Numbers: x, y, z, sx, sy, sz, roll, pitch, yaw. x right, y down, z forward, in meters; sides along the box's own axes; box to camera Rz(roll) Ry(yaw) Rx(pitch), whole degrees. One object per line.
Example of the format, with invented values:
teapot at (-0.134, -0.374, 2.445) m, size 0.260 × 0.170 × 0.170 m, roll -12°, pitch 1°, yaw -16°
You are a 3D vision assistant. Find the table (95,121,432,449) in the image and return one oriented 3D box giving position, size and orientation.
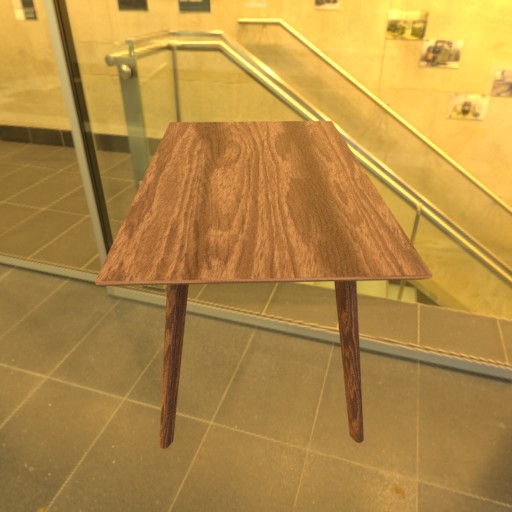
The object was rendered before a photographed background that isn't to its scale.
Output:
table at (0.000, 0.000, 1.813) m, size 0.801 × 0.724 × 1.349 m, roll -1°, pitch 32°, yaw -2°
